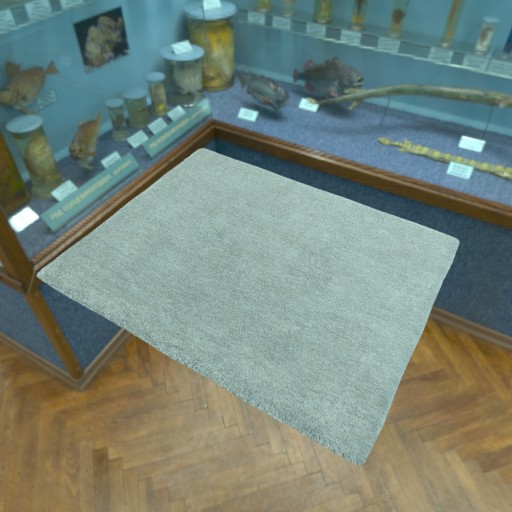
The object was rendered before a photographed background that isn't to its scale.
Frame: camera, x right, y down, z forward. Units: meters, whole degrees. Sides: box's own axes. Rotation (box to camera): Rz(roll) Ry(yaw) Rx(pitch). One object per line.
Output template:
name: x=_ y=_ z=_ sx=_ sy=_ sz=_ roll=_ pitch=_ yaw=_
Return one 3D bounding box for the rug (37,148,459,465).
rug: x=0.000 y=0.000 z=3.835 sx=2.933 sy=0.027 sz=2.332 roll=24 pitch=50 yaw=22
